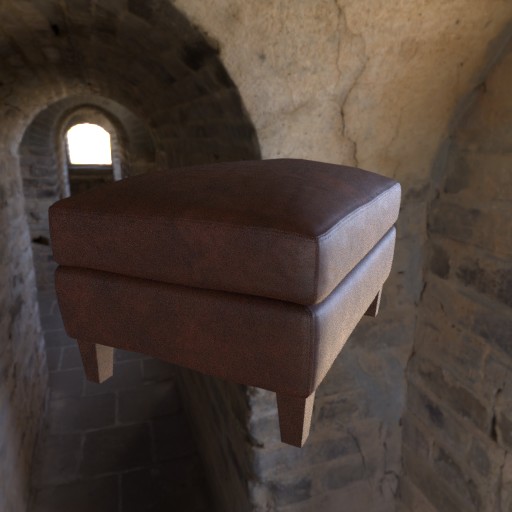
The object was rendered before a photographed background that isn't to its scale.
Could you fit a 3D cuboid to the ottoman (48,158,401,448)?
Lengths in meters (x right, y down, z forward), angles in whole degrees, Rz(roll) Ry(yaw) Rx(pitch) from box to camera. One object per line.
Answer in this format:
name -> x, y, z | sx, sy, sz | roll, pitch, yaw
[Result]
ottoman -> 0.000, 0.000, 1.245 | 0.659, 0.527, 0.887 | 7, 17, 25
